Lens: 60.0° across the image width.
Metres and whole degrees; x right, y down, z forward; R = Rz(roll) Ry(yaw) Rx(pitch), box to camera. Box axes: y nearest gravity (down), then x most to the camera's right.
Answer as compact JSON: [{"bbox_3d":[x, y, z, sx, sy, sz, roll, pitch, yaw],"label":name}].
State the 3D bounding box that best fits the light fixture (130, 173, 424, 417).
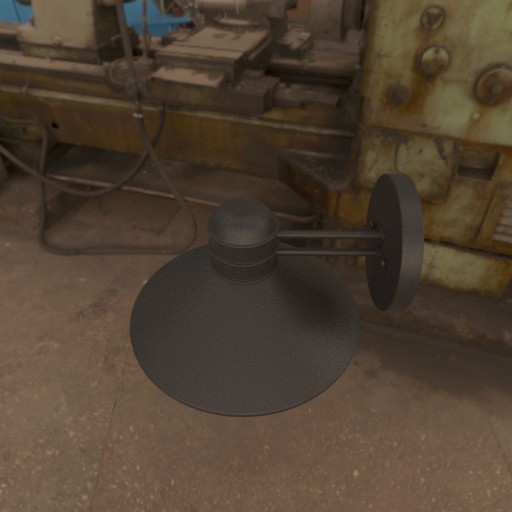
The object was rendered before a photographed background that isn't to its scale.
[{"bbox_3d":[0.000,0.000,0.693,0.434,0.265,0.396,1,41,1],"label":"light fixture"}]
